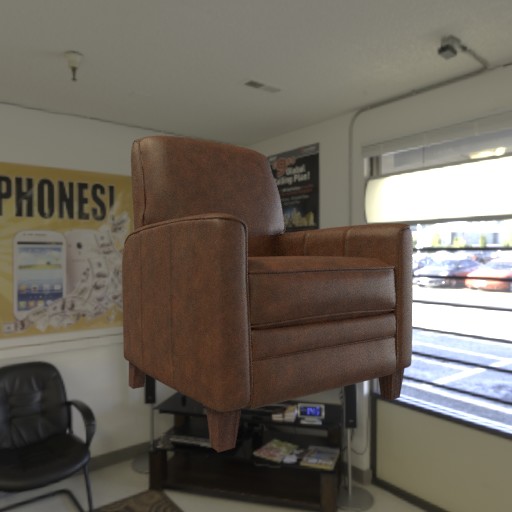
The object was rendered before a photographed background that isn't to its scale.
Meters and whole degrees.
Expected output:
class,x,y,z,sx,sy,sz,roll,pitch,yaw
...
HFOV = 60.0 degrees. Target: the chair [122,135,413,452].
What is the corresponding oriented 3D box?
class,x,y,z,sx,sy,sz,roll,pitch,yaw
chair,0.000,0.000,1.655,0.839,1.010,0.850,0,1,-35
